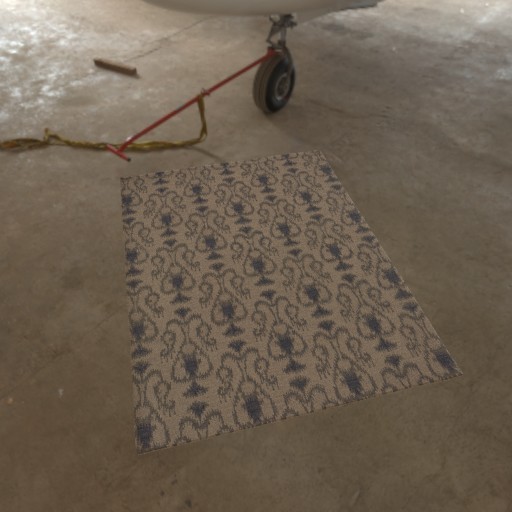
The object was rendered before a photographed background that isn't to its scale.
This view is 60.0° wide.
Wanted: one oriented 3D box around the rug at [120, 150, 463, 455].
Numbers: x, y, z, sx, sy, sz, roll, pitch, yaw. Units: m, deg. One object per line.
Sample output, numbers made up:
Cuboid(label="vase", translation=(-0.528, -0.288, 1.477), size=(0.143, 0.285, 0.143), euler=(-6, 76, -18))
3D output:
Cuboid(label="rug", translation=(0.000, 0.000, 4.221), size=(2.437, 0.015, 3.205), euler=(-10, 47, -10))
